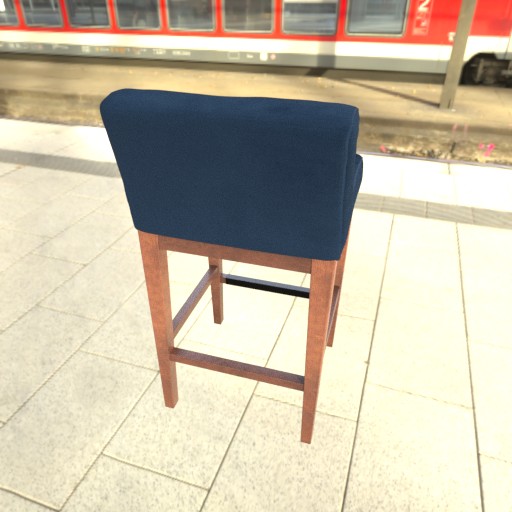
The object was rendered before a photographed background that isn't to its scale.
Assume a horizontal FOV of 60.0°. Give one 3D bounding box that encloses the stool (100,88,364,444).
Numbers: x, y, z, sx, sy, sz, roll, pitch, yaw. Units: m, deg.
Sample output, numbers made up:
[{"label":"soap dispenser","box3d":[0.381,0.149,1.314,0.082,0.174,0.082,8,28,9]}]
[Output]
[{"label":"stool","box3d":[0.000,0.000,1.247,0.511,0.945,0.516,9,33,14]}]
